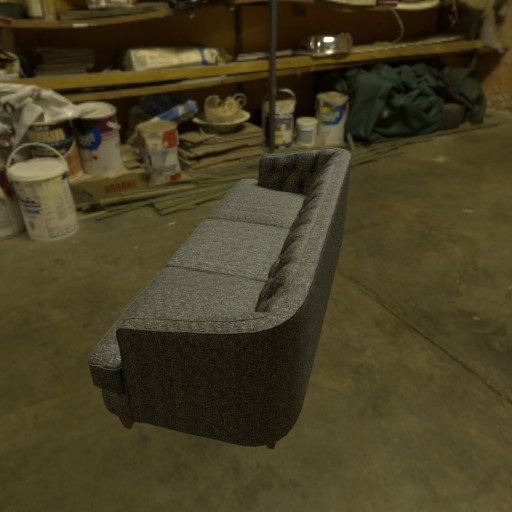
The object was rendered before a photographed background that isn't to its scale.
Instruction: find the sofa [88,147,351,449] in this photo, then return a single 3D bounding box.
[{"bbox_3d":[0.000,0.000,2.754,0.941,0.855,2.278,8,32,14],"label":"sofa"}]
